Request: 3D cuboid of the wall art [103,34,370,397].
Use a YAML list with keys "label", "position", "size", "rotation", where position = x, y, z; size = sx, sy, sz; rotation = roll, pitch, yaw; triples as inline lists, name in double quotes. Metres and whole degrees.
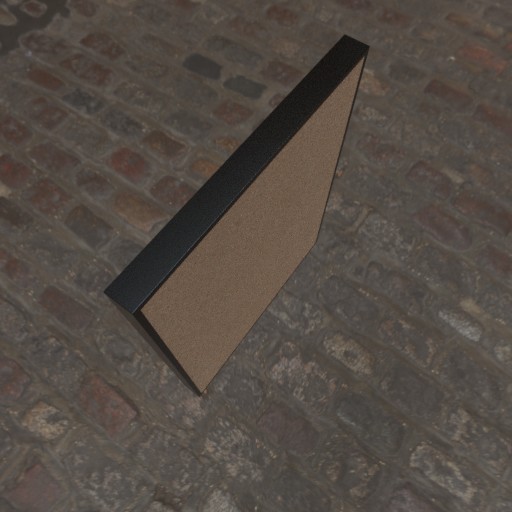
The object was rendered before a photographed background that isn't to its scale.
- label: "wall art"
  position: [0.000, 0.000, 0.749]
  size: [0.038, 0.551, 0.448]
  rotation: [33, 69, 15]
